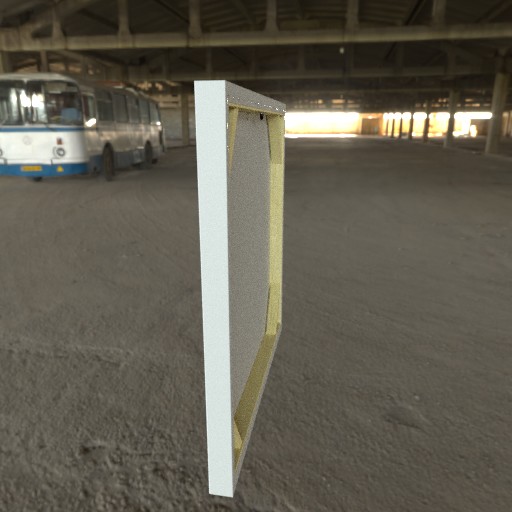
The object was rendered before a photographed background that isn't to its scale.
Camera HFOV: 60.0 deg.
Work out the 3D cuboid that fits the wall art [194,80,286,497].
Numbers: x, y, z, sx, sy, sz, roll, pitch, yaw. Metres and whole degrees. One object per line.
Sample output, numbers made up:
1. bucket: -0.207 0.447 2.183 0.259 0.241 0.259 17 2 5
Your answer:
1. wall art: 0.000 0.000 0.899 0.038 0.610 0.610 3 17 10
